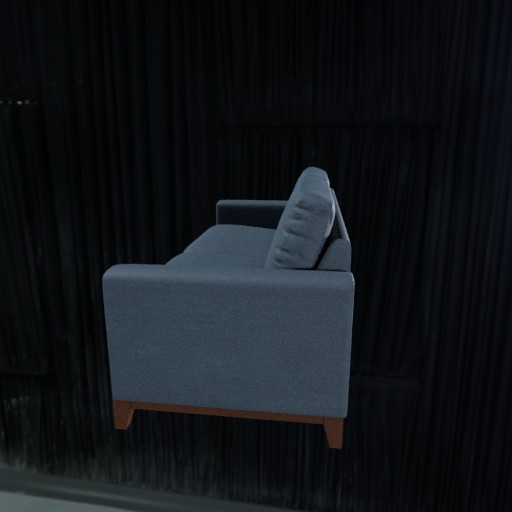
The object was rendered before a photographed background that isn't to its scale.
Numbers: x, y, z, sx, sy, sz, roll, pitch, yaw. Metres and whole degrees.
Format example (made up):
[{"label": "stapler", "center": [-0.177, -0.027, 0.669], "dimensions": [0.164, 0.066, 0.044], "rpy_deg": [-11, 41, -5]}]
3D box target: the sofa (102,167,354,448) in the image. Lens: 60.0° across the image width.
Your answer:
[{"label": "sofa", "center": [0.000, 0.000, 2.385], "dimensions": [0.877, 0.865, 1.900], "rpy_deg": [2, 15, 7]}]
